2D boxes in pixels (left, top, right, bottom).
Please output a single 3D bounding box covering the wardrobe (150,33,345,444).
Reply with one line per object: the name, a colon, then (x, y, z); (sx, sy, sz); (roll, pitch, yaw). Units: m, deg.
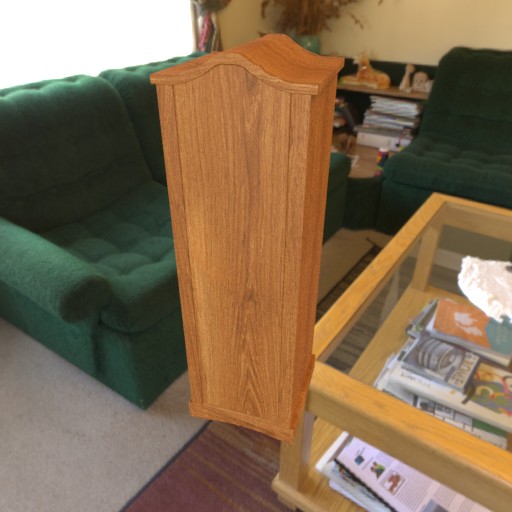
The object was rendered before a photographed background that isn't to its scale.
wardrobe: (0.000, 0.000, 2.133); (0.590, 1.870, 0.570); (10, 33, 15)
